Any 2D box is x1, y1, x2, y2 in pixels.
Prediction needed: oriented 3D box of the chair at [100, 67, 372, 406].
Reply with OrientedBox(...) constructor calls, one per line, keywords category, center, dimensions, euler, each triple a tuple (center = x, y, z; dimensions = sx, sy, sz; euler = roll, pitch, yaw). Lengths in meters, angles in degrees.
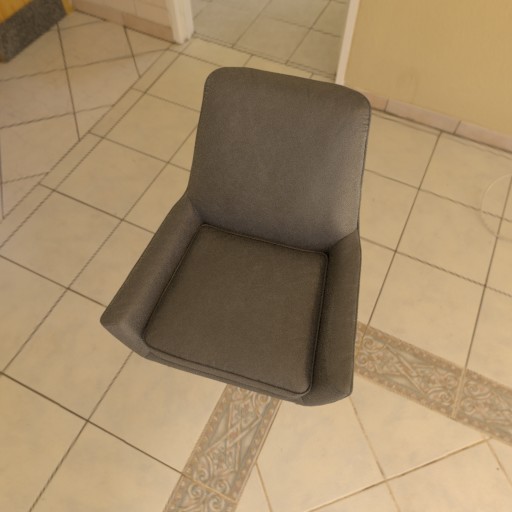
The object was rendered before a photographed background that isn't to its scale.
OrientedBox(category="chair", center=(0.000, 0.000, 1.527), dimensions=(0.787, 0.888, 0.822), euler=(14, 60, 8))
